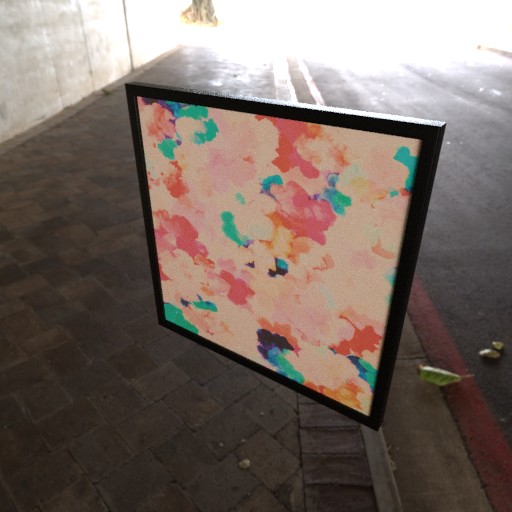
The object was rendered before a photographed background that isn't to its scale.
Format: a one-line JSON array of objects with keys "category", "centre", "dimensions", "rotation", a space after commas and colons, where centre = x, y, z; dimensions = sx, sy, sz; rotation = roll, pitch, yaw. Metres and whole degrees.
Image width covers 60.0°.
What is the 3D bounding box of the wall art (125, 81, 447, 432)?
[{"category": "wall art", "centre": [0.000, 0.000, 1.112], "dimensions": [0.756, 0.755, 0.036], "rotation": [19, 35, 29]}]
